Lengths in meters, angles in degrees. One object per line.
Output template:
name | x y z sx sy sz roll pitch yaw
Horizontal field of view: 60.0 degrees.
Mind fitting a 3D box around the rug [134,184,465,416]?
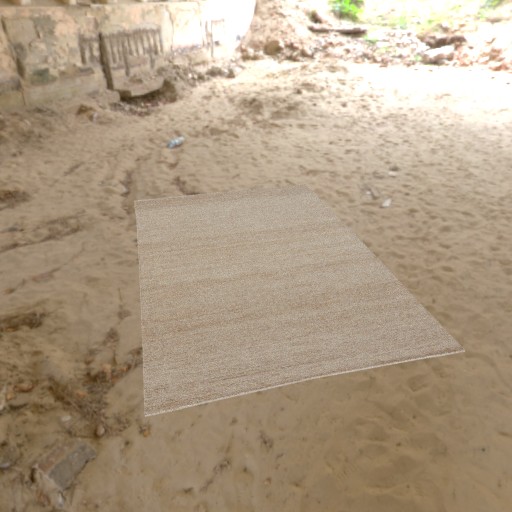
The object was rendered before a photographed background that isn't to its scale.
rug | 0.000 0.000 3.018 1.574 0.029 2.346 -7 31 -12
